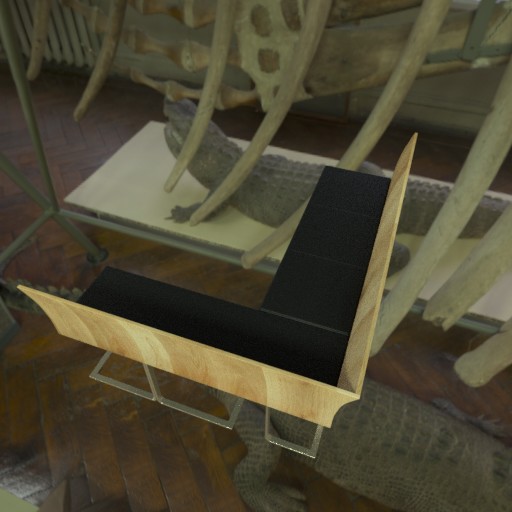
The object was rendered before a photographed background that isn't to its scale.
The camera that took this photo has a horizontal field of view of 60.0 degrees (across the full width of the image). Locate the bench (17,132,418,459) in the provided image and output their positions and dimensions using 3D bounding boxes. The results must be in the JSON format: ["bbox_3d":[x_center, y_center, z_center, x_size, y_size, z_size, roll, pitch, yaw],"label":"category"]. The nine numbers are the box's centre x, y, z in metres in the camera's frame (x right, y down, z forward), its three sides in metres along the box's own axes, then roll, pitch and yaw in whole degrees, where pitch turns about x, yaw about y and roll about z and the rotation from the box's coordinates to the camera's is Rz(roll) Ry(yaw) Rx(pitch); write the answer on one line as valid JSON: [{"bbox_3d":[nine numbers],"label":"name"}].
[{"bbox_3d":[0.000,0.000,2.712,1.495,0.930,1.945,15,47,14],"label":"bench"}]
